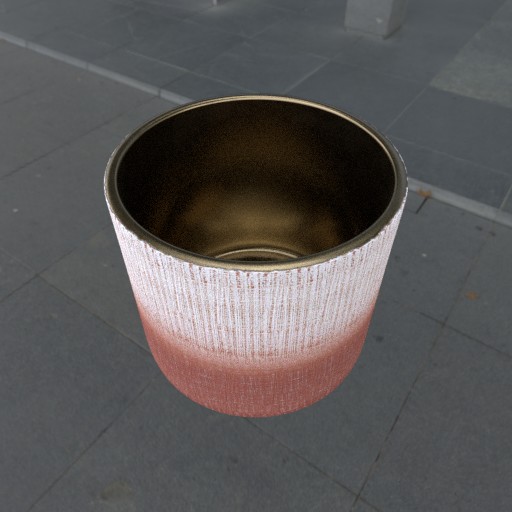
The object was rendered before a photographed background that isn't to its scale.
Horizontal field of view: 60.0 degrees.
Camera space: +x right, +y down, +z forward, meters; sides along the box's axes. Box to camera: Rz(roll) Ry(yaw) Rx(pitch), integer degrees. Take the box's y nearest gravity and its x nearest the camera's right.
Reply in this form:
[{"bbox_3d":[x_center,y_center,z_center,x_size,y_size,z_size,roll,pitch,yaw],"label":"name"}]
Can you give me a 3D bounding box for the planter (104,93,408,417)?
[{"bbox_3d":[0.000,0.000,0.395,0.221,0.201,0.221,0,46,0],"label":"planter"}]
